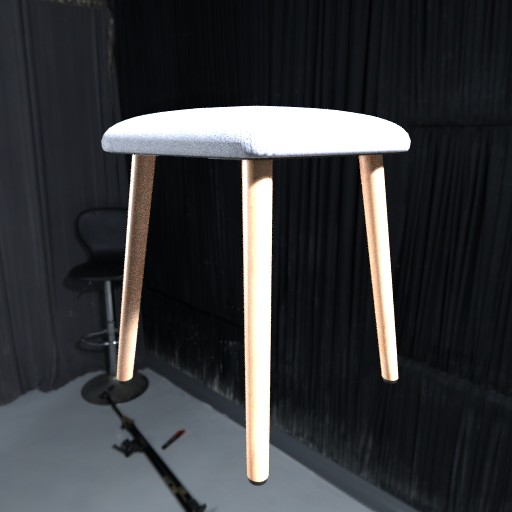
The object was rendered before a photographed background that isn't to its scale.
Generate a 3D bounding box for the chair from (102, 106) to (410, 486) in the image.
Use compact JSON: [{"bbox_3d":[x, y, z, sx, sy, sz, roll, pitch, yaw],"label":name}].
[{"bbox_3d":[0.000,0.000,0.699,0.350,0.440,0.350,14,21,43],"label":"chair"}]
